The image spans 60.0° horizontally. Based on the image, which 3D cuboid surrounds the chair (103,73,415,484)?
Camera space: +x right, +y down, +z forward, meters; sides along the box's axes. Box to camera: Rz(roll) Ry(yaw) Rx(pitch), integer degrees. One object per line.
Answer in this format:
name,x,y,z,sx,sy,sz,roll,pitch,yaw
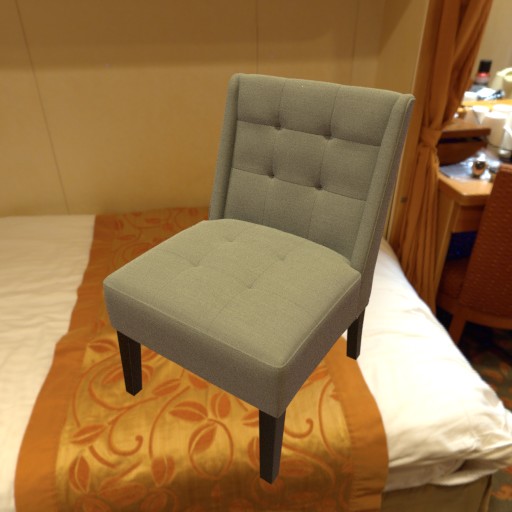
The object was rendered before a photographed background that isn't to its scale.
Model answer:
chair,0.000,0.000,1.259,0.569,0.853,0.676,20,37,28
